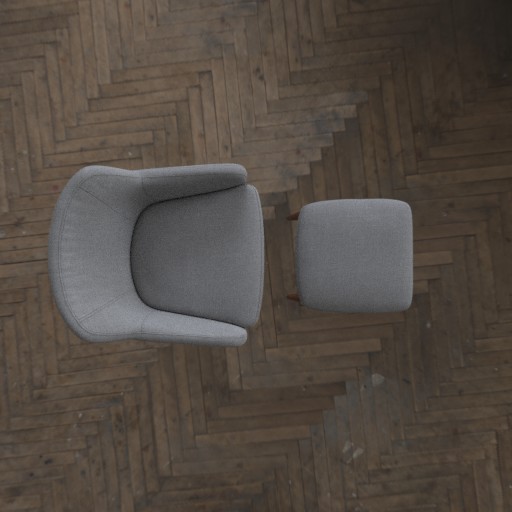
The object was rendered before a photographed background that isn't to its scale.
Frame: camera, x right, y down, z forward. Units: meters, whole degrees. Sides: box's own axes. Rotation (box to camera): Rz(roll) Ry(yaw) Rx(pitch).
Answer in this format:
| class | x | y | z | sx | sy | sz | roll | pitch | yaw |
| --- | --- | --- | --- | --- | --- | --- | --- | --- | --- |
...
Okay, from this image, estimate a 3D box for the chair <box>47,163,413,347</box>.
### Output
| class | x | y | z | sx | sy | sz | roll | pitch | yaw |
| --- | --- | --- | --- | --- | --- | --- | --- | --- | --- |
| chair | 0.000 | 0.000 | 1.561 | 1.107 | 0.799 | 0.584 | 0 | 89 | 1 |
